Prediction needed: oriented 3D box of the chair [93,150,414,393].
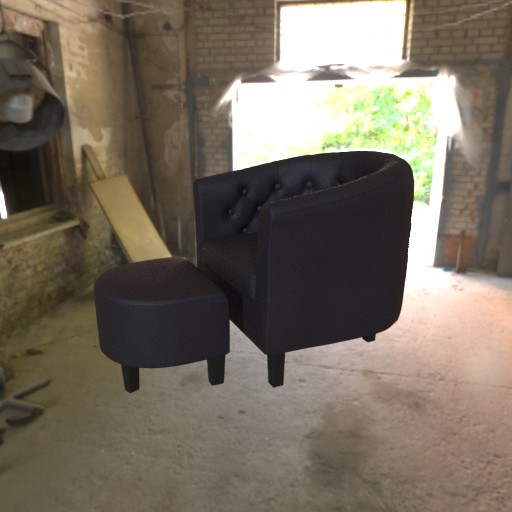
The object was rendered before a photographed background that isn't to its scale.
[{"bbox_3d":[0.000,0.000,1.699,1.191,0.760,0.763,-8,18,-25],"label":"chair"}]
